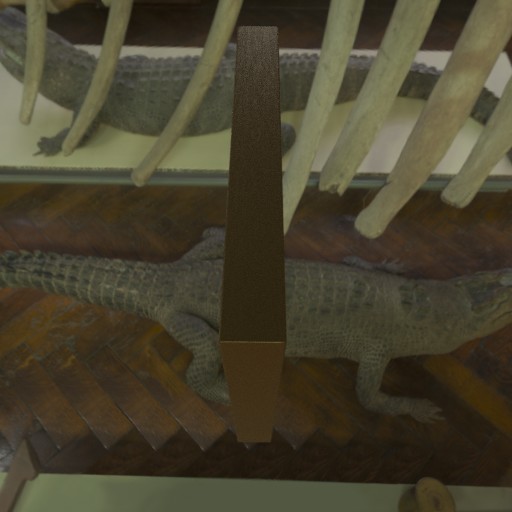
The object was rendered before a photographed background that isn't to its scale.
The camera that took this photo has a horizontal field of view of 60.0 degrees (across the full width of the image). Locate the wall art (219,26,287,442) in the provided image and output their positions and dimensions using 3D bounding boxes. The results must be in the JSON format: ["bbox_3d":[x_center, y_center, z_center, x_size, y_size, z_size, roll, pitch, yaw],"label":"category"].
[{"bbox_3d":[0.000,0.000,0.453,0.037,0.305,0.305,1,58,0],"label":"wall art"}]
